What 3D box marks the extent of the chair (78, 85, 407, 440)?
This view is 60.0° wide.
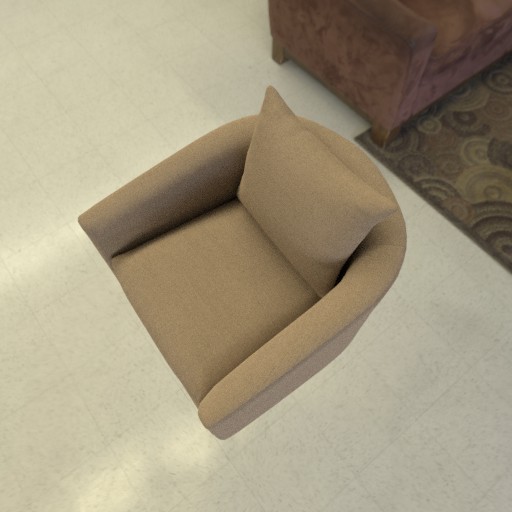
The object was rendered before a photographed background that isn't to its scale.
[{"bbox_3d":[0.000,0.000,1.585,0.910,0.848,0.845,-32,67,-15],"label":"chair"}]
